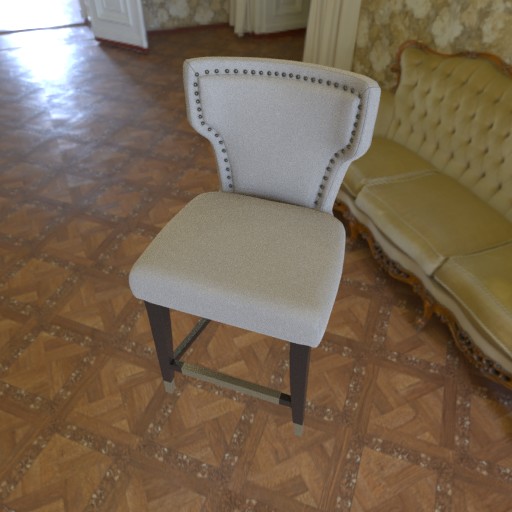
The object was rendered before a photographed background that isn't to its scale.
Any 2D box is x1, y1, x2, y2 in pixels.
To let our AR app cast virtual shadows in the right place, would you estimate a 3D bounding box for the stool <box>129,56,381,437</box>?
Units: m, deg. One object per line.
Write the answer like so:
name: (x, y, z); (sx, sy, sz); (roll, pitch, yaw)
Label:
stool: (0.000, 0.000, 1.325); (0.527, 0.982, 0.563); (13, 43, 14)
